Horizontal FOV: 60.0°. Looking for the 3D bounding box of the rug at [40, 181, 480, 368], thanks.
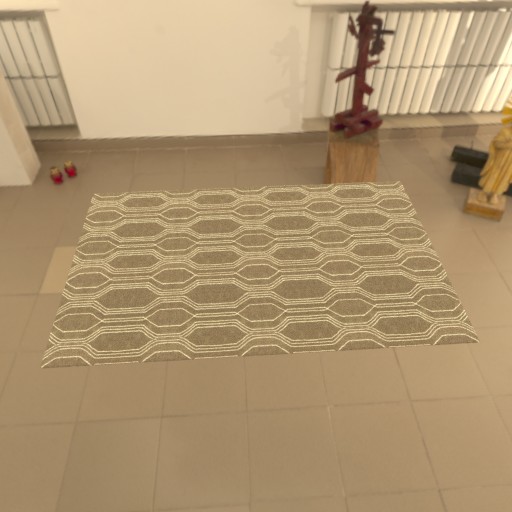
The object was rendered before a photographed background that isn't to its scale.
[{"bbox_3d":[0.000,0.000,3.002,2.457,0.012,1.541,-3,46,-3],"label":"rug"}]
